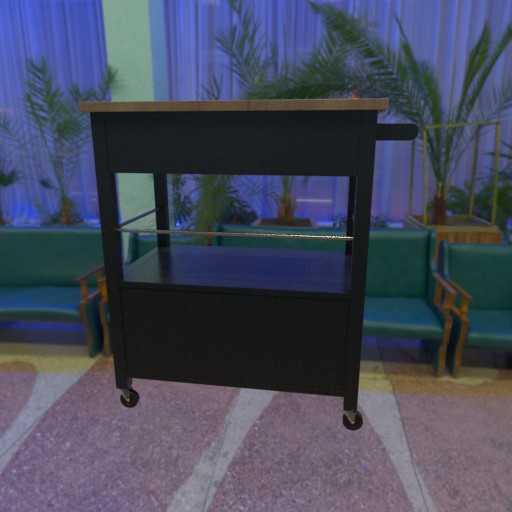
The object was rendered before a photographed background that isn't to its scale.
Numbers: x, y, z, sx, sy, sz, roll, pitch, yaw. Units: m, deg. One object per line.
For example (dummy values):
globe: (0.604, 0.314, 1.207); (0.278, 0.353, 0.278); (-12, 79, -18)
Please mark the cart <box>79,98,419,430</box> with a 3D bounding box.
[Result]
cart: (0.000, 0.000, 1.400); (0.840, 0.901, 0.459); (2, 16, 9)
